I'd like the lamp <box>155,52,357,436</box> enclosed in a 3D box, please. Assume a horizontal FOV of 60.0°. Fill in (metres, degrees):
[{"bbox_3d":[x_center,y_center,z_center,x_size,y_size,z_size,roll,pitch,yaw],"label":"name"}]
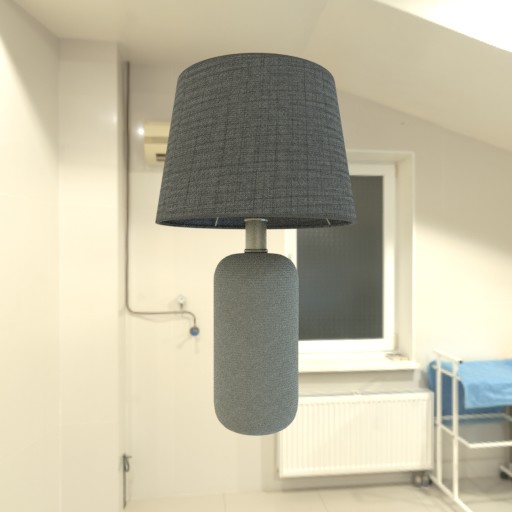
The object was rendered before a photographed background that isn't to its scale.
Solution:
[{"bbox_3d":[0.000,0.000,0.567,0.251,0.429,0.251,0,0,0],"label":"lamp"}]
